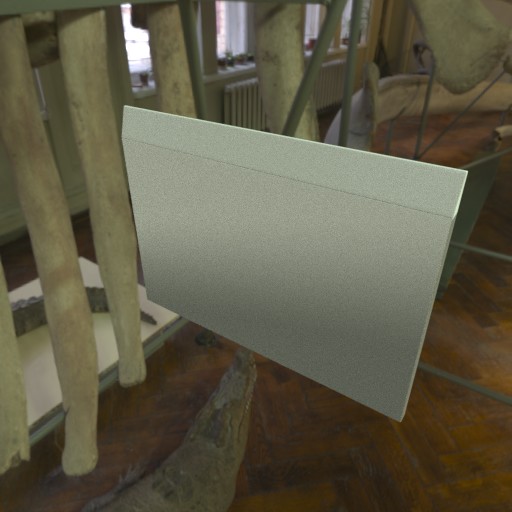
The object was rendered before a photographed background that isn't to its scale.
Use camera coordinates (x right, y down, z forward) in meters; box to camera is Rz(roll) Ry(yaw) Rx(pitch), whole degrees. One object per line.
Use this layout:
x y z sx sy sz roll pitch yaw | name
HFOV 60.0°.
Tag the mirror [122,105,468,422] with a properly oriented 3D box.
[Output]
0.000 0.000 1.130 0.870 0.630 0.030 20 36 29 | mirror
